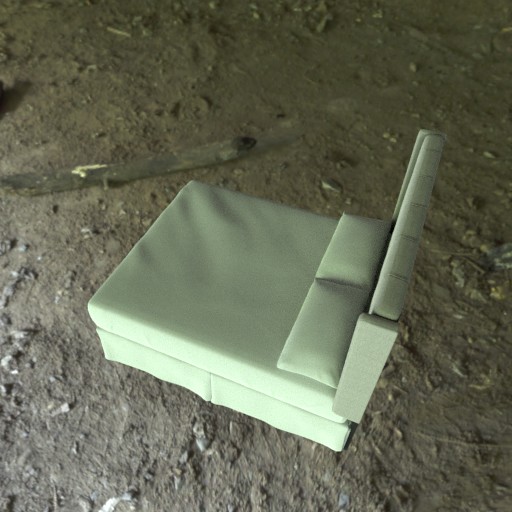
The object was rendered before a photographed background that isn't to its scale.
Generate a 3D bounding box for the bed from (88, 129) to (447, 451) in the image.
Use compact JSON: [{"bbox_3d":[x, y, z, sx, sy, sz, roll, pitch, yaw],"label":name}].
[{"bbox_3d":[0.000,0.000,3.297,2.066,1.665,1.719,17,50,15],"label":"bed"}]
